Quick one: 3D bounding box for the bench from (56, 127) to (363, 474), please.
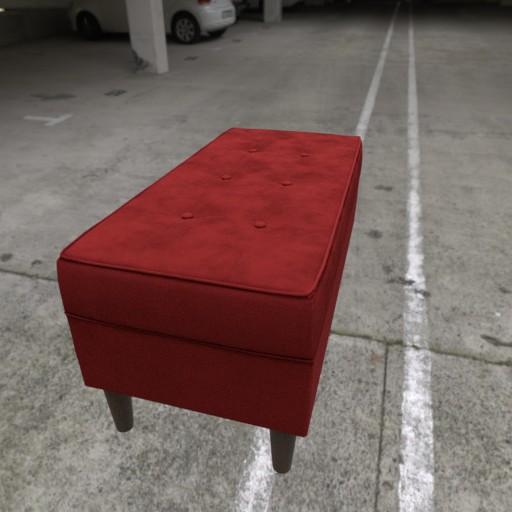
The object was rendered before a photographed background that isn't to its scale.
[{"bbox_3d":[0.000,0.000,1.256,0.492,0.471,1.016,8,31,14],"label":"bench"}]
